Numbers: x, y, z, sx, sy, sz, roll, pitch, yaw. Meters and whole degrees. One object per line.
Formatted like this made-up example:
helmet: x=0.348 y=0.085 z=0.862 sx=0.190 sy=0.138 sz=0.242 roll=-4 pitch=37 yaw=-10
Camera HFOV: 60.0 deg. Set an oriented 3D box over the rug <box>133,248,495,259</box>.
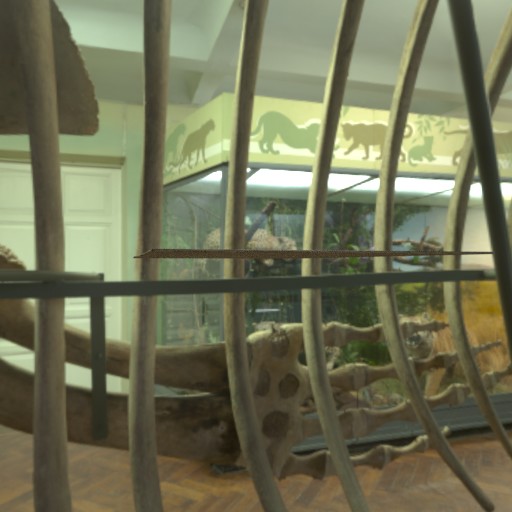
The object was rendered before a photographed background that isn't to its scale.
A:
rug: x=0.000 y=0.000 z=2.957 sx=1.533 sy=0.011 sz=2.439 roll=0 pitch=-1 yaw=-17
